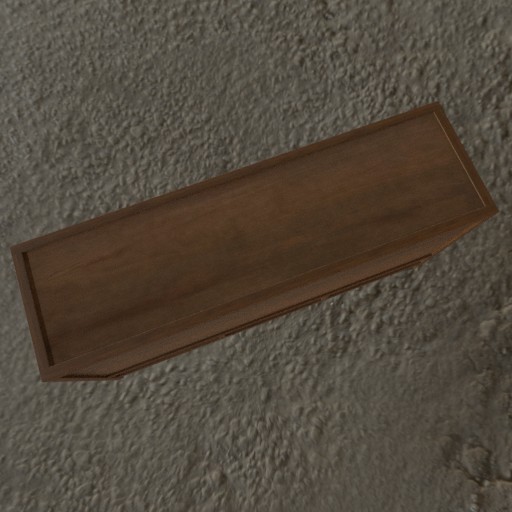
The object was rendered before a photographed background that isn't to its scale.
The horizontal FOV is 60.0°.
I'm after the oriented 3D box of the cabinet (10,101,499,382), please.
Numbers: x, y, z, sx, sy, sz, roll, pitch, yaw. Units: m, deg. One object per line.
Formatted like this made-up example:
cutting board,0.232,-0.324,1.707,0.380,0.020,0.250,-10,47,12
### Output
cabinet,0.000,0.000,2.001,1.708,0.820,0.522,-20,76,-5
